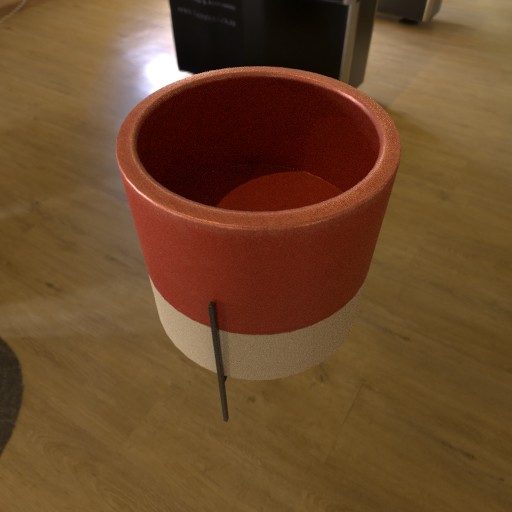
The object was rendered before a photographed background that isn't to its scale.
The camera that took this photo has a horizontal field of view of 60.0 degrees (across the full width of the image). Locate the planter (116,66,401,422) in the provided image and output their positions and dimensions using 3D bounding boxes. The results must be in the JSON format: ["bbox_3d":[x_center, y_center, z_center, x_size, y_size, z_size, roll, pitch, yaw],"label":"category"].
[{"bbox_3d":[0.000,0.000,0.712,0.345,0.465,0.354,-34,56,-27],"label":"planter"}]
